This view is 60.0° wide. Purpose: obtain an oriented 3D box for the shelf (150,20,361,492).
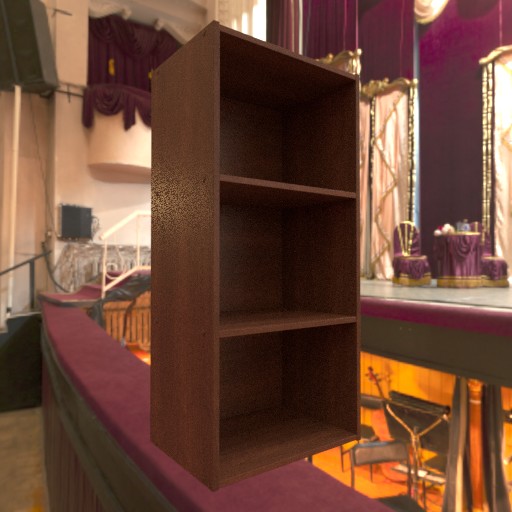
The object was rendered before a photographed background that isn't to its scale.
[{"bbox_3d":[0.000,0.000,1.063,0.414,0.879,0.290,1,-1,-36],"label":"shelf"}]
